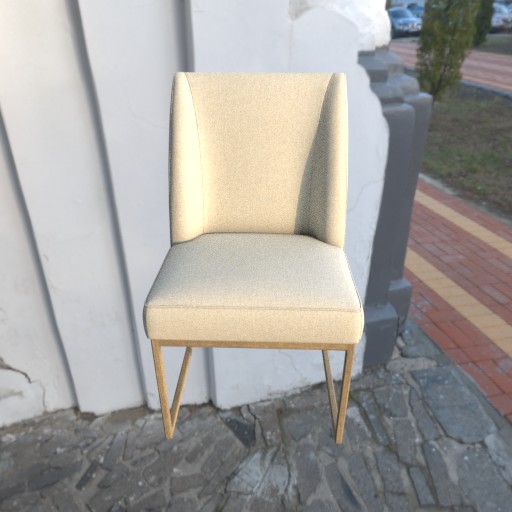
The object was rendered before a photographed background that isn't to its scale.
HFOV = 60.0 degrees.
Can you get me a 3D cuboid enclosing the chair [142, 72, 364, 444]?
[{"bbox_3d":[0.000,0.000,1.195,0.508,0.863,0.522,1,30,2],"label":"chair"}]
